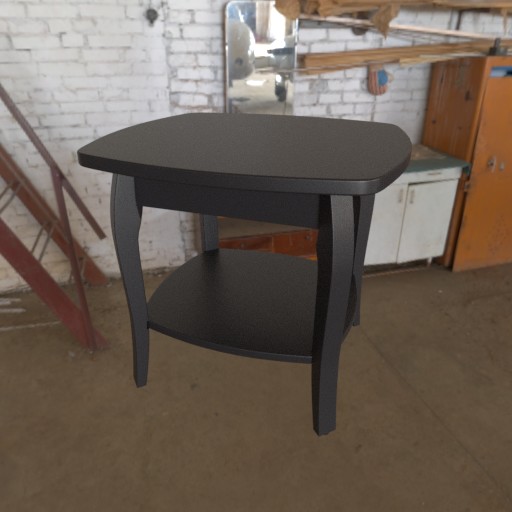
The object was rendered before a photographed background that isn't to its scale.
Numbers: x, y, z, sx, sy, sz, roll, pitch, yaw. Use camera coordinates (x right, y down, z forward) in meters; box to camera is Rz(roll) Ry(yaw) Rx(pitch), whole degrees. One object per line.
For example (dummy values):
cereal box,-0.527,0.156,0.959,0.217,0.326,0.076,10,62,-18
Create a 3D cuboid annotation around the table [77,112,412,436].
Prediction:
table,0.000,0.000,0.856,0.508,0.457,0.457,9,28,17
